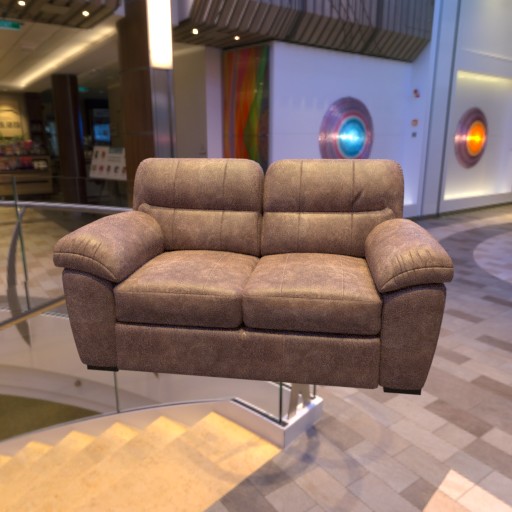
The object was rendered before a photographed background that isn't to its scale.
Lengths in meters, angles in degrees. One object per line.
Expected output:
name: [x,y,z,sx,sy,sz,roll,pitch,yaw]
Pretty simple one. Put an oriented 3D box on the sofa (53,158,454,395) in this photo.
sofa: [0.000,0.000,2.365,1.753,0.991,0.991,2,15,8]
